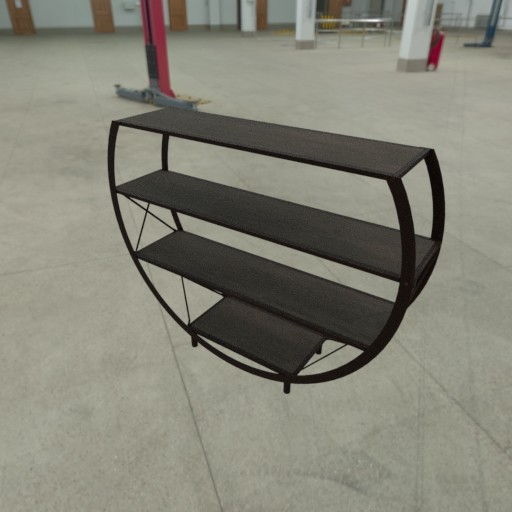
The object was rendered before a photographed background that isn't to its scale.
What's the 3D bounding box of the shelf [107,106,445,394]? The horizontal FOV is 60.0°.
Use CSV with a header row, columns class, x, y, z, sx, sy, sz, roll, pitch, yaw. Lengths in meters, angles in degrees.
class,x,y,z,sx,sy,sz,roll,pitch,yaw
shelf,0.000,0.000,1.926,1.403,1.063,0.344,19,35,29
